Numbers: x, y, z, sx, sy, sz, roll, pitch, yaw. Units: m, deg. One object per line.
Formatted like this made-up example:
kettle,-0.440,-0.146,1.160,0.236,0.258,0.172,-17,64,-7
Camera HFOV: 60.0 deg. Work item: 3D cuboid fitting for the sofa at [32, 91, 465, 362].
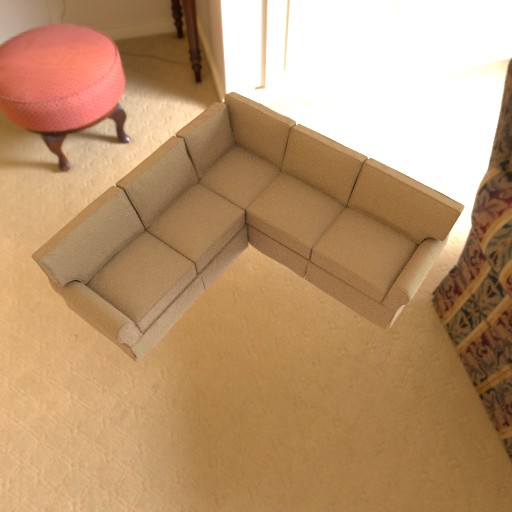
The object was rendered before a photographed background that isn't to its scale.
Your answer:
sofa,0.000,0.000,4.137,2.733,1.124,2.730,32,63,19
